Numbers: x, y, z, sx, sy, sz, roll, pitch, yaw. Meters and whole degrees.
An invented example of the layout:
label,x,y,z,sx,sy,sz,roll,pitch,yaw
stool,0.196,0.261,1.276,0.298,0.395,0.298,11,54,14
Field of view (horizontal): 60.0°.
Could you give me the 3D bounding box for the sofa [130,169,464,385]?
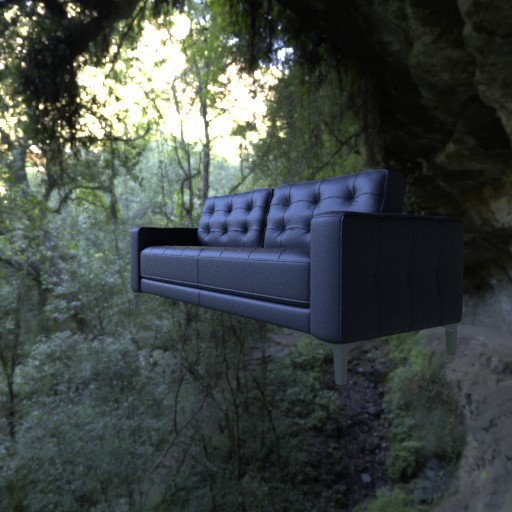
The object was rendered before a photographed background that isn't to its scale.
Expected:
label,x,y,z,sx,sy,sz,roll,pitch,yaw
sofa,0.000,0.000,2.754,0.833,0.893,2.275,-1,2,-35
